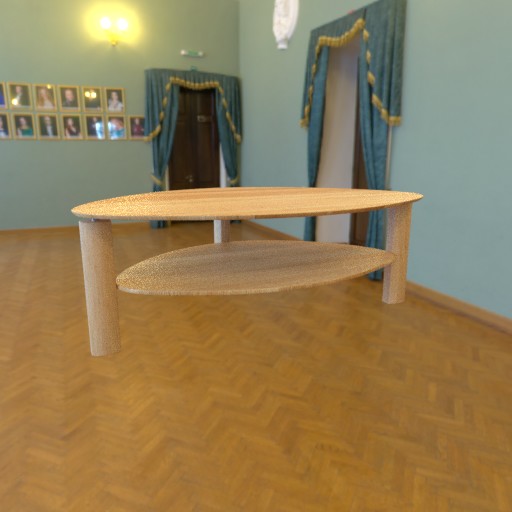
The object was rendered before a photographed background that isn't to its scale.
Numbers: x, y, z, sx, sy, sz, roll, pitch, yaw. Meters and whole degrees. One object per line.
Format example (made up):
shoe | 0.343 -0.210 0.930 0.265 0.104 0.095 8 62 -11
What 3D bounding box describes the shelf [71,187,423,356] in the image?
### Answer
shelf | 0.000 0.000 1.650 1.246 0.440 0.845 -6 15 -24
